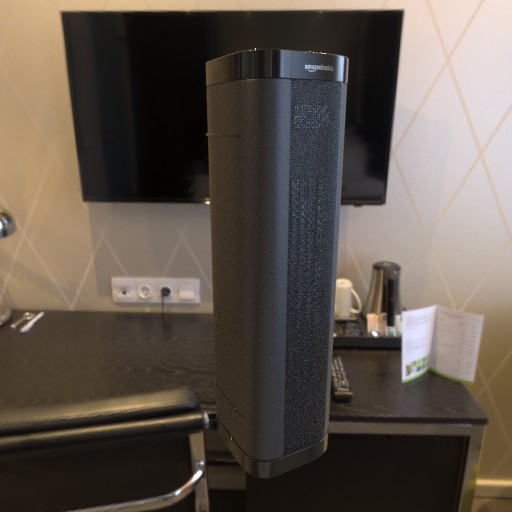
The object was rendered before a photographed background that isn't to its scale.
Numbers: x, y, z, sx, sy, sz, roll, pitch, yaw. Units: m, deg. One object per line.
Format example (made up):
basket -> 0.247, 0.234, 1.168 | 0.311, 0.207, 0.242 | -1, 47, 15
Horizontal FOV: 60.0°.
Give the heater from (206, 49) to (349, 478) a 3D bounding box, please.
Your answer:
heater -> 0.000, 0.000, 0.700 | 0.174, 0.552, 0.312 | -9, 18, -27
